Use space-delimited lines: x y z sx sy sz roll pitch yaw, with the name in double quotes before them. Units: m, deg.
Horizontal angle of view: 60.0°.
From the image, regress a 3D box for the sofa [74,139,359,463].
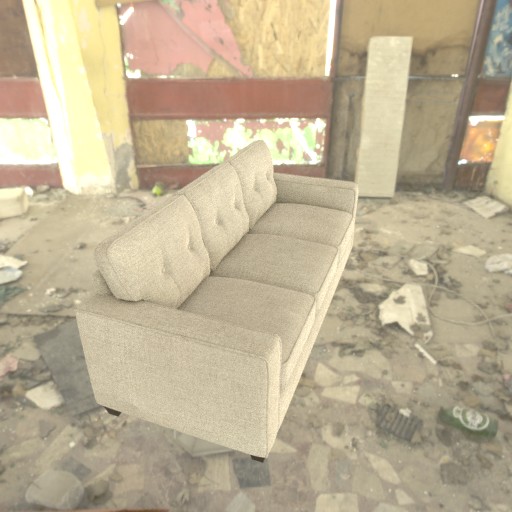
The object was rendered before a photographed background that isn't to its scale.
"sofa" 0.000 0.000 2.739 0.939 0.965 2.133 10 30 18
